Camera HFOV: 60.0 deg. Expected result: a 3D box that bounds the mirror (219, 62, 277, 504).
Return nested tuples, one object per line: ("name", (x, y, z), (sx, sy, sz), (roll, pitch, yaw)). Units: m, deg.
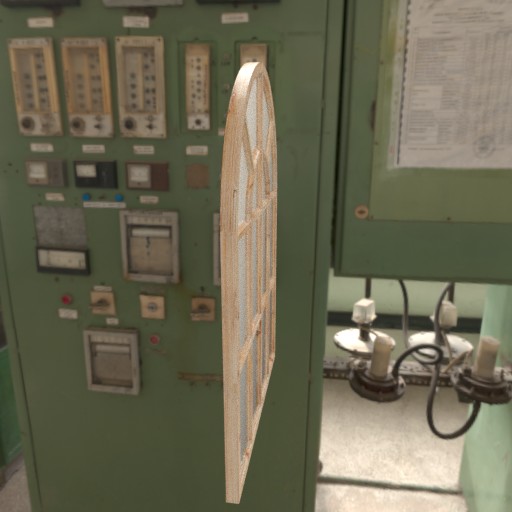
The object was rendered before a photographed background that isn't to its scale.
("mirror", (0.000, 0.000, 1.143), (0.032, 0.920, 0.660), (2, 16, 9))
